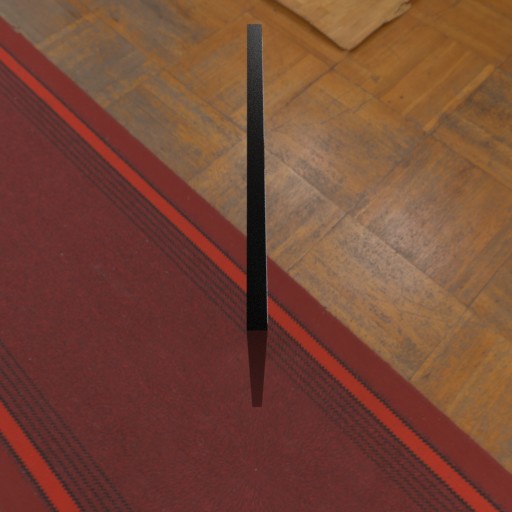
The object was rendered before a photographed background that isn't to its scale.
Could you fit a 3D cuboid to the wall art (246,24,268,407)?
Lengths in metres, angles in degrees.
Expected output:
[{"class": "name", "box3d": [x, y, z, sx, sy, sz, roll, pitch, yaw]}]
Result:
[{"class": "wall art", "box3d": [0.000, 0.000, 1.437, 0.040, 1.062, 0.805, 0, 64, 0]}]
